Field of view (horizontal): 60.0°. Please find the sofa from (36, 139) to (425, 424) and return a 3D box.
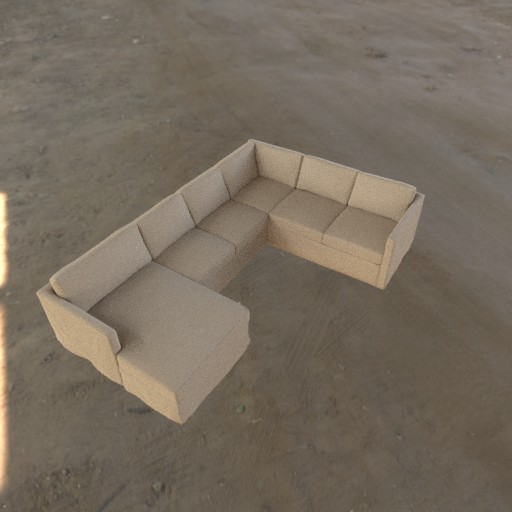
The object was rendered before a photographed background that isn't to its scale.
[{"bbox_3d":[0.000,0.000,4.702,2.476,0.878,3.528,23,46,24],"label":"sofa"}]
